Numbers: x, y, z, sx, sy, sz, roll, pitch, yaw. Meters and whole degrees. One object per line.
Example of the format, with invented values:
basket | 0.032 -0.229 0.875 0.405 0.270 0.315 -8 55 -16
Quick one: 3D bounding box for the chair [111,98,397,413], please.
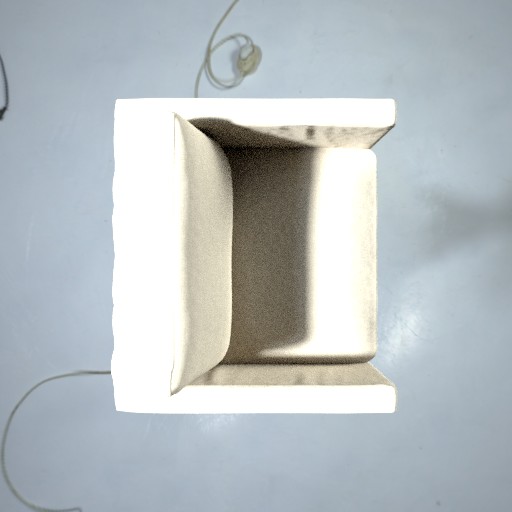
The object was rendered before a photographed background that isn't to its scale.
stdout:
chair | 0.000 0.000 1.699 0.949 0.867 1.057 0 90 0
